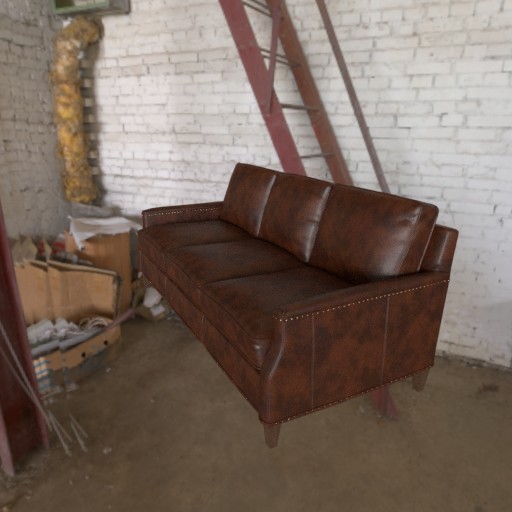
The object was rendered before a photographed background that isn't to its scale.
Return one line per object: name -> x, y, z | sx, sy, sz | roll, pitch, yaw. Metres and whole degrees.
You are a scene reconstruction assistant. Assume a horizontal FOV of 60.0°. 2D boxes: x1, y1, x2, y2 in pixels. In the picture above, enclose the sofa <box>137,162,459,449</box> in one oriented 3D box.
sofa -> 0.000, 0.000, 2.885 | 1.084, 1.003, 2.240 | -9, 20, -26
